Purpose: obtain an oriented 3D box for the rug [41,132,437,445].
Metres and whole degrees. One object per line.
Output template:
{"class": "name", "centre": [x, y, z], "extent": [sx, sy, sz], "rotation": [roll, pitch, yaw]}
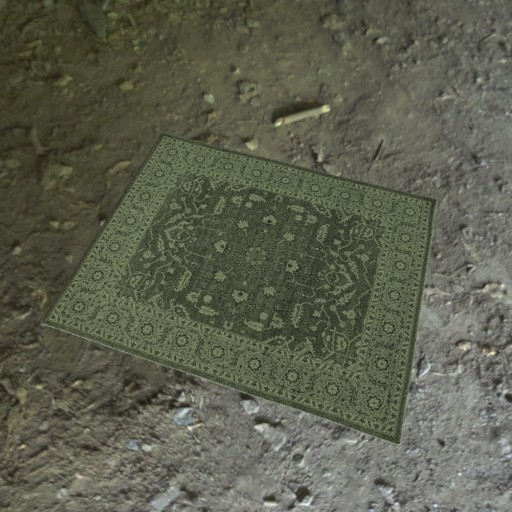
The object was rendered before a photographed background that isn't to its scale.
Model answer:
{"class": "rug", "centre": [0.000, 0.000, 4.132], "extent": [3.069, 0.026, 2.451], "rotation": [16, 59, 10]}
